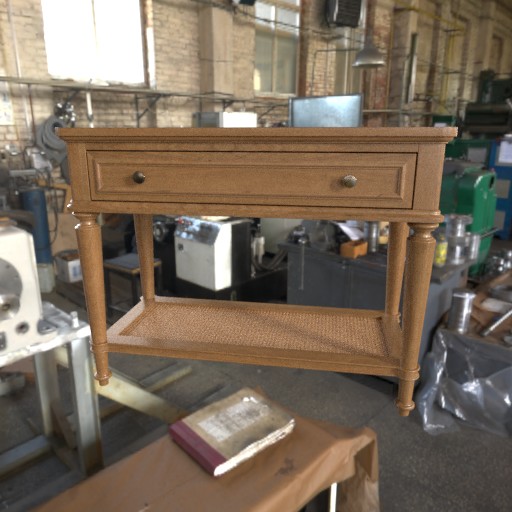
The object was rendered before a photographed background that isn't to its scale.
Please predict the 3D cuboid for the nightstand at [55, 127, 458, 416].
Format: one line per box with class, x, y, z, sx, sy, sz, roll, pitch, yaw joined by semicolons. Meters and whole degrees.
nightstand;0.000;0.000;1.265;0.914;0.700;0.432;3;16;9
